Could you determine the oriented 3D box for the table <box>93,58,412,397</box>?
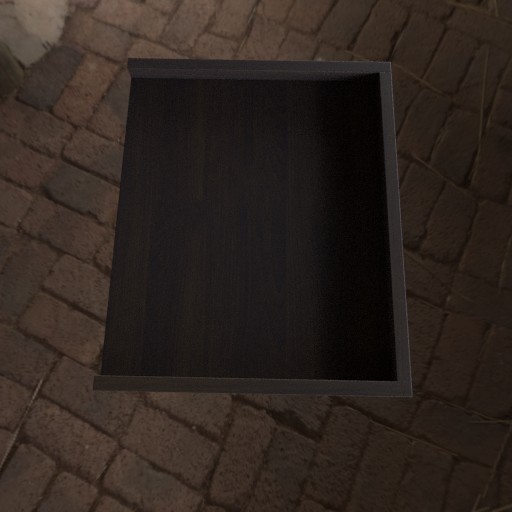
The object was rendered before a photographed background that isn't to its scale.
[{"bbox_3d":[0.000,0.000,0.796,0.370,0.470,0.450,1,76,0],"label":"table"}]
